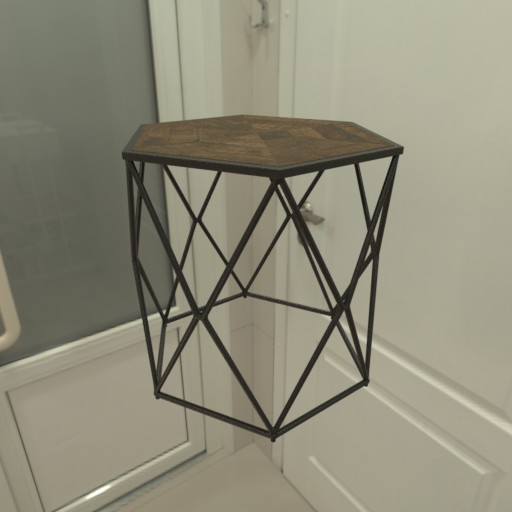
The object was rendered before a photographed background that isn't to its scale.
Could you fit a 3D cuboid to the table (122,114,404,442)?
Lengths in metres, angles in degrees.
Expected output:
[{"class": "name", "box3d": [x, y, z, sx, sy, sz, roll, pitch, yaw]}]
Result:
[{"class": "table", "box3d": [0.000, 0.000, 1.044, 0.578, 0.564, 0.579, -17, 30, -32]}]
